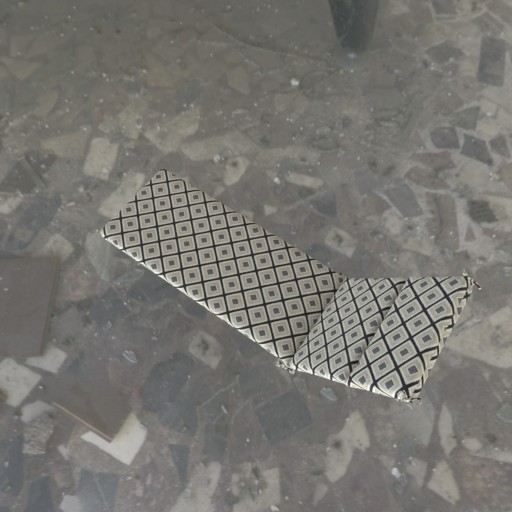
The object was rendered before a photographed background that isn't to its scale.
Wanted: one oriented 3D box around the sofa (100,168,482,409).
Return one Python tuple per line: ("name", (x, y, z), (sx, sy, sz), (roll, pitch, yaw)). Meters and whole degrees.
("sofa", (0.000, 0.000, 1.988), (1.663, 0.622, 0.582), (32, 68, 15))
